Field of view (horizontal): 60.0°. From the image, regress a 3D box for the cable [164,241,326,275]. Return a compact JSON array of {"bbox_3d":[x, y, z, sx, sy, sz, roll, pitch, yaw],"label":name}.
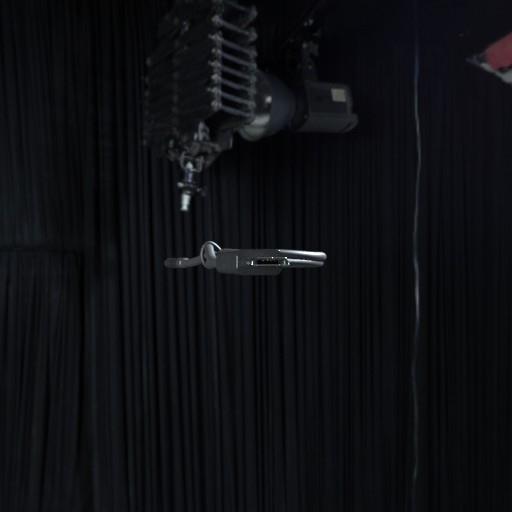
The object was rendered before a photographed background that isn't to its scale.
[{"bbox_3d":[0.000,0.000,0.218,0.070,0.014,0.192,0,-1,-18],"label":"cable"}]
